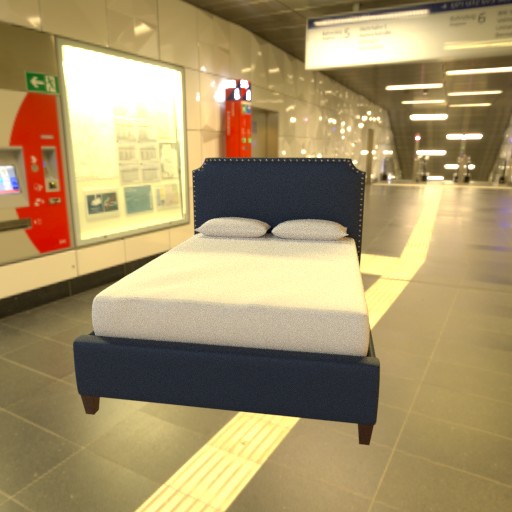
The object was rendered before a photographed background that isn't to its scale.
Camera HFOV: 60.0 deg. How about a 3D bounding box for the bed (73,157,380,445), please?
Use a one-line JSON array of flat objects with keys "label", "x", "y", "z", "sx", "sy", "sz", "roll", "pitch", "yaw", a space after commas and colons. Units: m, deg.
[{"label": "bed", "x": 0.000, "y": 0.000, "z": 3.406, "sx": 1.712, "sy": 1.443, "sz": 2.372, "roll": 2, "pitch": 14, "yaw": 10}]
